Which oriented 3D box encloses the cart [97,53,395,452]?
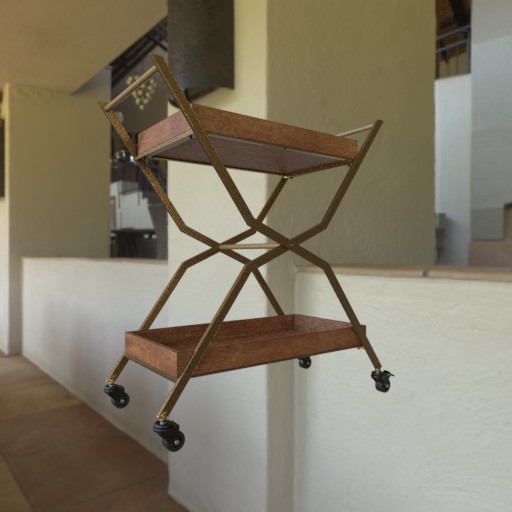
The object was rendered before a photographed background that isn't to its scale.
[{"bbox_3d":[0.000,0.000,1.345,0.836,0.869,0.405,0,0,-36],"label":"cart"}]
